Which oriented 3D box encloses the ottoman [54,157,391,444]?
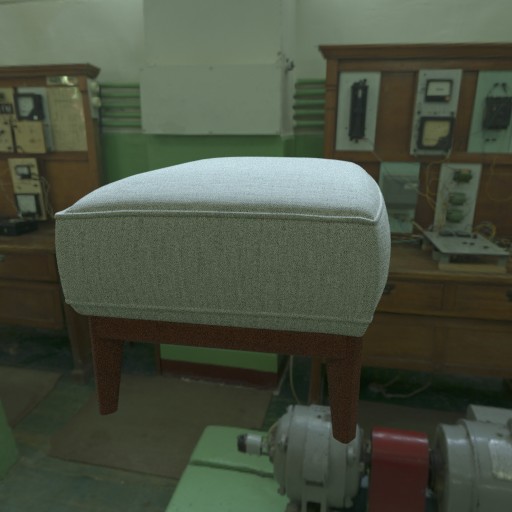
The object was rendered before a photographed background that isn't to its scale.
[{"bbox_3d":[0.000,0.000,1.114,0.594,0.465,0.794,3,16,10],"label":"ottoman"}]
